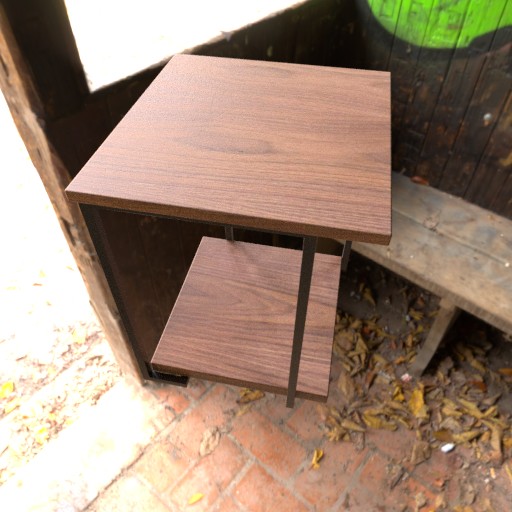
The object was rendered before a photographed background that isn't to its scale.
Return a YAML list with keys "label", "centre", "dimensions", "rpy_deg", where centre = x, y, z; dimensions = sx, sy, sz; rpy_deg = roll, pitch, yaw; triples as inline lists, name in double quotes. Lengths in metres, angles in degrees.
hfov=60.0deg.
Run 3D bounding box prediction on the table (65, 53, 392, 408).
- label: "table"
  centre: [0.000, 0.000, 0.846]
  dimensions: [0.384, 0.567, 0.411]
  rpy_deg: [9, 47, 8]
